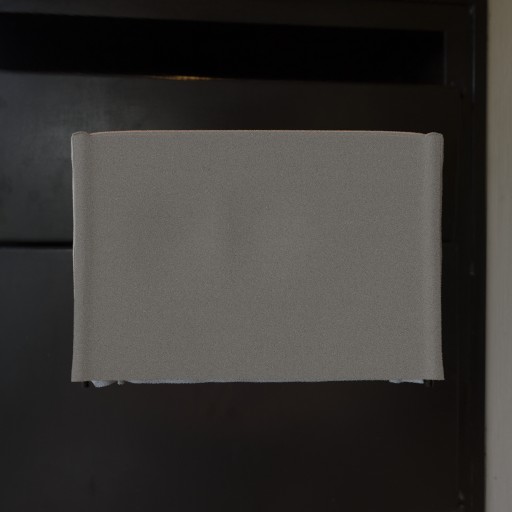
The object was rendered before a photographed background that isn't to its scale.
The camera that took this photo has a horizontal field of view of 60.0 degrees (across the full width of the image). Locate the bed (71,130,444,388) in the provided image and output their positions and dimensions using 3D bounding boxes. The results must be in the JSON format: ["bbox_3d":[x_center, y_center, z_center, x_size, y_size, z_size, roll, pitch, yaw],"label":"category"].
[{"bbox_3d":[0.000,0.000,3.385,1.925,1.332,2.276,0,1,-1],"label":"bed"}]
